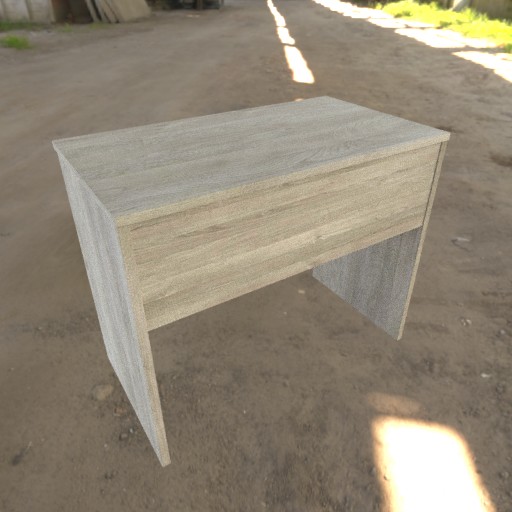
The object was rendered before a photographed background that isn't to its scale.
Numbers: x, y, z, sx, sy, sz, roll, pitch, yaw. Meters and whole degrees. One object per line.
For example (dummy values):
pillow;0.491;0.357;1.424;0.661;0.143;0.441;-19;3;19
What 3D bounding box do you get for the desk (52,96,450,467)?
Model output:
desk;0.000;0.000;1.328;0.893;0.724;0.498;-19;37;-27
